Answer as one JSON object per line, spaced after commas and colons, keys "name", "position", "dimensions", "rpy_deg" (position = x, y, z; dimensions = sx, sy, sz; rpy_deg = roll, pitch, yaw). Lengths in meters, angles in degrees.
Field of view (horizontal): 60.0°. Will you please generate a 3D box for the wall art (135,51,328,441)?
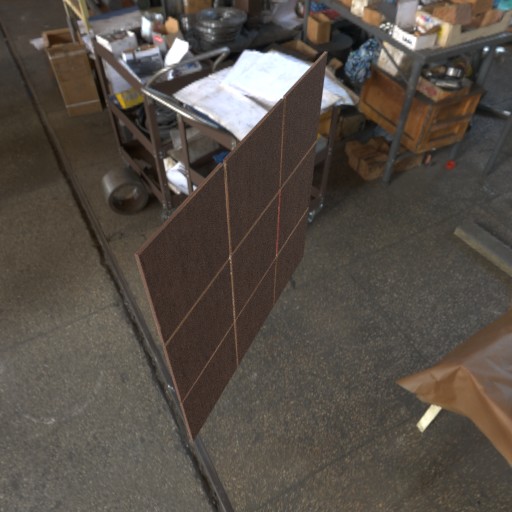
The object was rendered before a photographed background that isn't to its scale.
{"name": "wall art", "position": [0.000, 0.000, 2.315], "dimensions": [0.014, 1.525, 1.527], "rpy_deg": [21, 51, 18]}
